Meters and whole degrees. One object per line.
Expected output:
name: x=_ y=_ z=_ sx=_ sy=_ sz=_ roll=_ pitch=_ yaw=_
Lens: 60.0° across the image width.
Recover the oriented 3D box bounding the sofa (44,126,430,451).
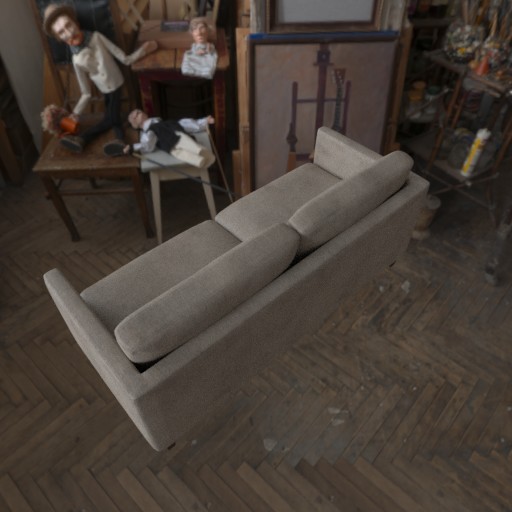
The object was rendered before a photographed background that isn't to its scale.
sofa: x=0.000 y=0.000 z=2.763 sx=2.208 sy=0.965 sz=0.951 roll=-33 pitch=56 yaw=-27
